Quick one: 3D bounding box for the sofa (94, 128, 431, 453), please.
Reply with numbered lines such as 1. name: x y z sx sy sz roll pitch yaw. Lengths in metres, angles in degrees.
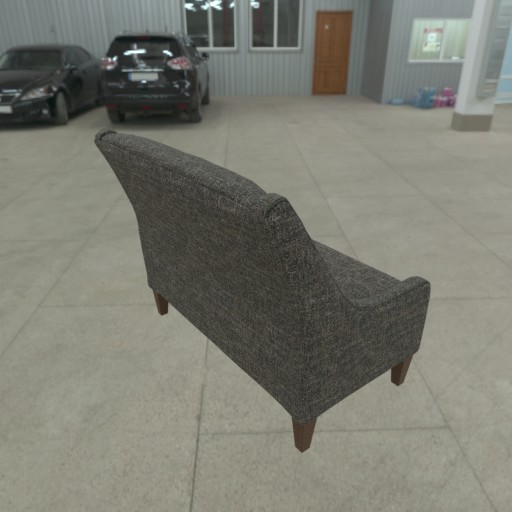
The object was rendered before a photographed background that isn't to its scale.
1. sofa: 0.000 0.000 1.948 0.870 1.021 1.242 -19 32 -33
